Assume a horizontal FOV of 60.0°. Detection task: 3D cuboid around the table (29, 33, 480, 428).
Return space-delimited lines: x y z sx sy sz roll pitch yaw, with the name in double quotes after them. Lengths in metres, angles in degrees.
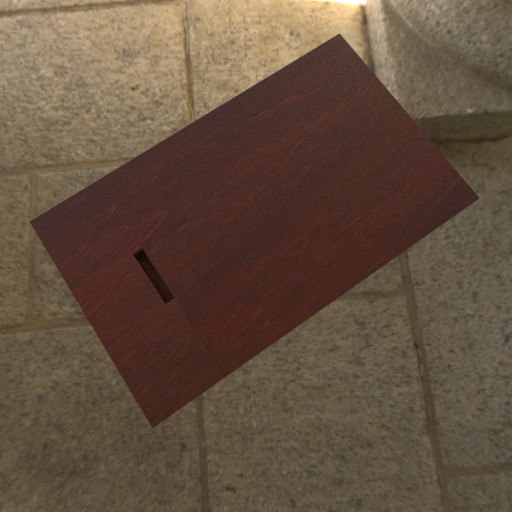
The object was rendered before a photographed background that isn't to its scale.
0.000 0.000 0.969 0.584 0.612 0.356 -34 79 -7 "table"
